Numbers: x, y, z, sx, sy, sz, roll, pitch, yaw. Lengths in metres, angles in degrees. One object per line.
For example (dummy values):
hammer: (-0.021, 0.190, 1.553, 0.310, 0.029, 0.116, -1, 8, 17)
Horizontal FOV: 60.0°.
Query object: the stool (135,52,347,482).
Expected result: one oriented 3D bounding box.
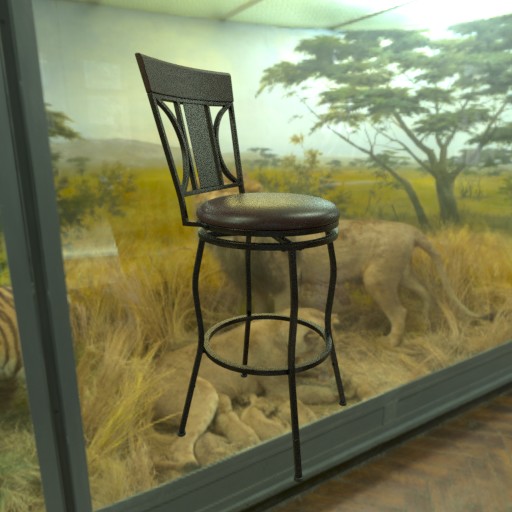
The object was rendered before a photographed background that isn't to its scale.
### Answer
stool: (0.000, 0.000, 1.371, 0.513, 1.130, 0.448, 8, 17, 27)
